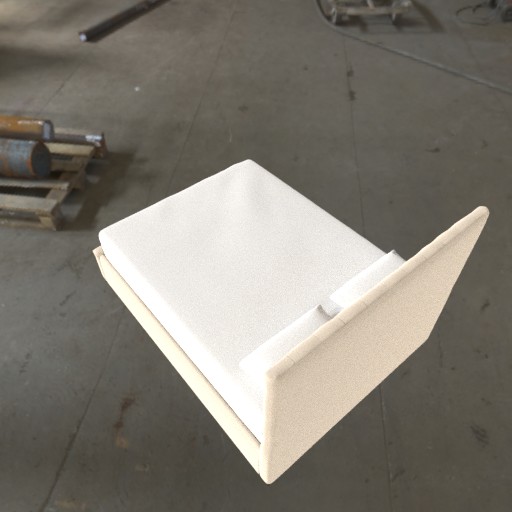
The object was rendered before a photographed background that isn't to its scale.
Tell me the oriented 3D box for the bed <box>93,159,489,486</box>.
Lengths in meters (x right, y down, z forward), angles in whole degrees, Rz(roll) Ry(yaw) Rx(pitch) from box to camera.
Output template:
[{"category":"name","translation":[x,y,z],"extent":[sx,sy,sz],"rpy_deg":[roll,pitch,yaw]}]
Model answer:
[{"category":"bed","translation":[0.000,0.000,3.256],"extent":[1.696,1.426,2.233],"rpy_deg":[-32,54,-26]}]
